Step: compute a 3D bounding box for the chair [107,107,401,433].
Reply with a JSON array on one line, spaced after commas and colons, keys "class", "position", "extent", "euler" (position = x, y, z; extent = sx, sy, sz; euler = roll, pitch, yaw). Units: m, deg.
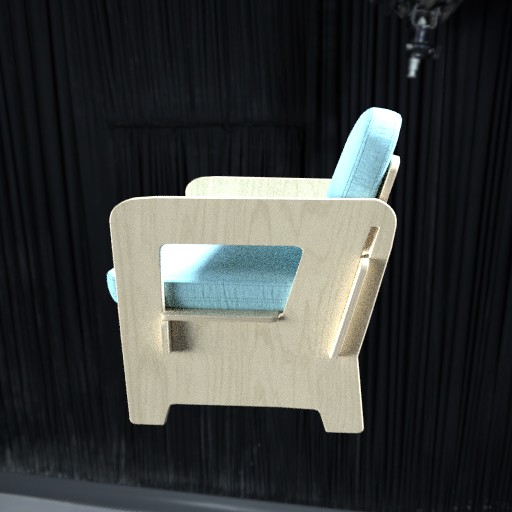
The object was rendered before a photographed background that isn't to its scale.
[{"class": "chair", "position": [0.000, 0.000, 1.283], "extent": [0.710, 0.800, 0.590], "euler": [2, 15, 9]}]
